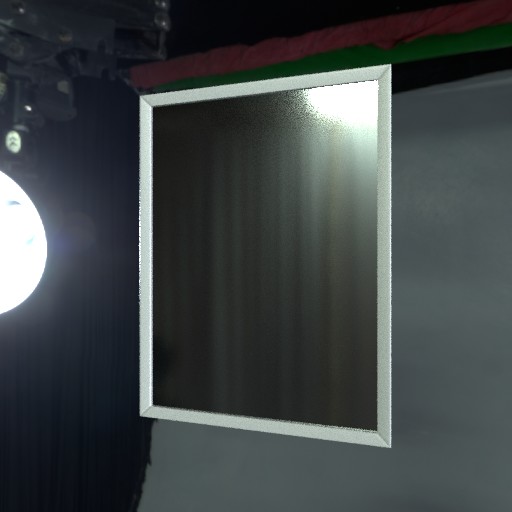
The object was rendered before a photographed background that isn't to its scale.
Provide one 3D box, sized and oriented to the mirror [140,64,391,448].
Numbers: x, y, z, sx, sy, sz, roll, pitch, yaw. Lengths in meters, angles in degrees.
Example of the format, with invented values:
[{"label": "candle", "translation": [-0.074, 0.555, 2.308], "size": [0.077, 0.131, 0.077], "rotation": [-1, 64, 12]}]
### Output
[{"label": "mirror", "translation": [0.000, 0.000, 1.308], "size": [0.762, 1.016, 0.040], "rotation": [0, 0, 18]}]
